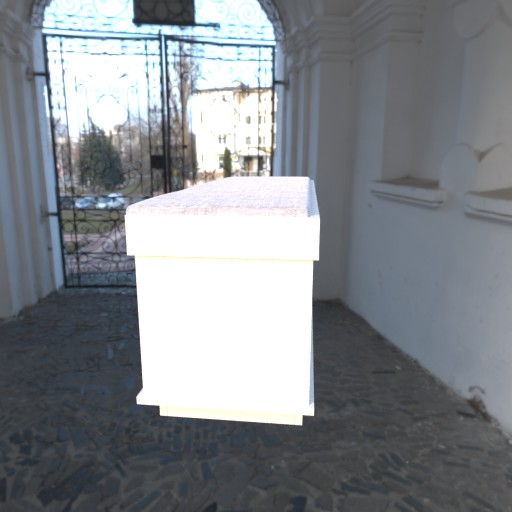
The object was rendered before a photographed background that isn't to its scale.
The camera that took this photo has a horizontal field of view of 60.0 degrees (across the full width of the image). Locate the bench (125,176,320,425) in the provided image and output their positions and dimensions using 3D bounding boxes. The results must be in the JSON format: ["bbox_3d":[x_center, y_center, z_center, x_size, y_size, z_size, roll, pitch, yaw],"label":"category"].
[{"bbox_3d":[0.000,0.000,1.408,0.363,0.453,1.196,1,13,7],"label":"bench"}]
